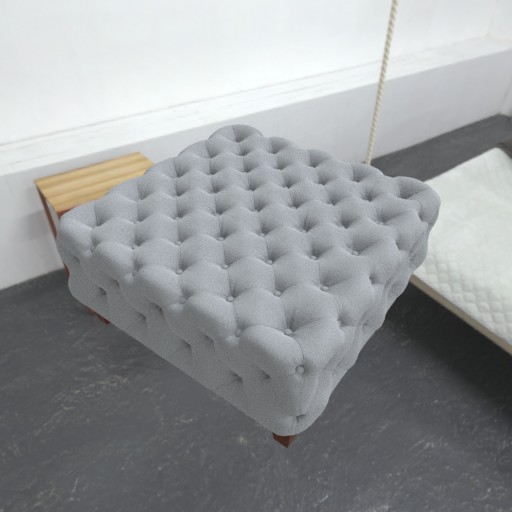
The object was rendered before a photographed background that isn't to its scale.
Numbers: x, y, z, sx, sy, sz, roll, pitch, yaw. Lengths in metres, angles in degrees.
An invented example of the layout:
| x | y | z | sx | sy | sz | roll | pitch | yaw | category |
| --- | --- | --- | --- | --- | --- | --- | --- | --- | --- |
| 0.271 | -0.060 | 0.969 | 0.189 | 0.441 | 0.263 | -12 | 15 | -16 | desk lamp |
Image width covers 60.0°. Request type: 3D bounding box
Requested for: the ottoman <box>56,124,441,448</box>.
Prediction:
| x | y | z | sx | sy | sz | roll | pitch | yaw | category |
| --- | --- | --- | --- | --- | --- | --- | --- | --- | --- |
| 0.000 | 0.000 | 1.224 | 0.764 | 0.365 | 0.758 | 25 | 46 | 27 | ottoman |
